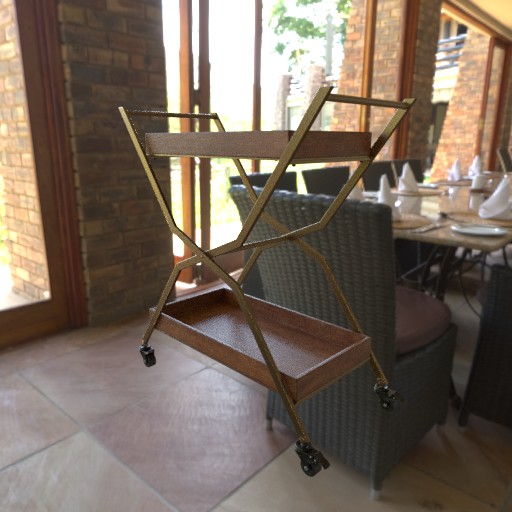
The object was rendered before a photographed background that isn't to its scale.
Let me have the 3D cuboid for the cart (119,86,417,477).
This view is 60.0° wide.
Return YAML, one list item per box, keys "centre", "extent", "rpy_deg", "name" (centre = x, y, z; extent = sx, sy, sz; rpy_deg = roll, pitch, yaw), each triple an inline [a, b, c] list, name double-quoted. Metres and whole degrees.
- centre: [0.000, 0.000, 1.328]
  extent: [0.405, 0.869, 0.836]
  rpy_deg: [-14, 20, -43]
  name: "cart"
